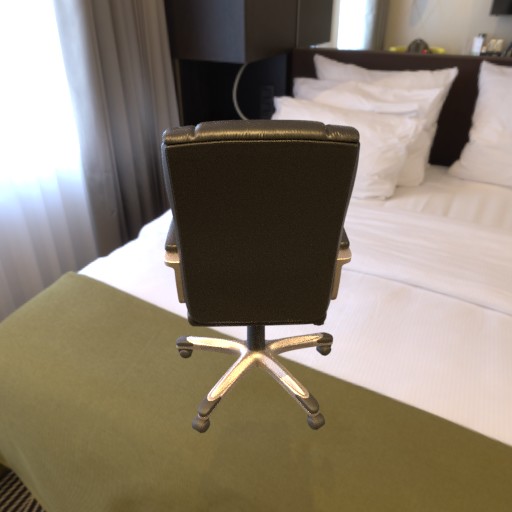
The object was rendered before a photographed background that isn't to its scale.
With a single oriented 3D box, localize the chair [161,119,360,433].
[{"bbox_3d":[0.000,0.000,1.631,0.700,1.145,0.780,-1,31,-2],"label":"chair"}]
